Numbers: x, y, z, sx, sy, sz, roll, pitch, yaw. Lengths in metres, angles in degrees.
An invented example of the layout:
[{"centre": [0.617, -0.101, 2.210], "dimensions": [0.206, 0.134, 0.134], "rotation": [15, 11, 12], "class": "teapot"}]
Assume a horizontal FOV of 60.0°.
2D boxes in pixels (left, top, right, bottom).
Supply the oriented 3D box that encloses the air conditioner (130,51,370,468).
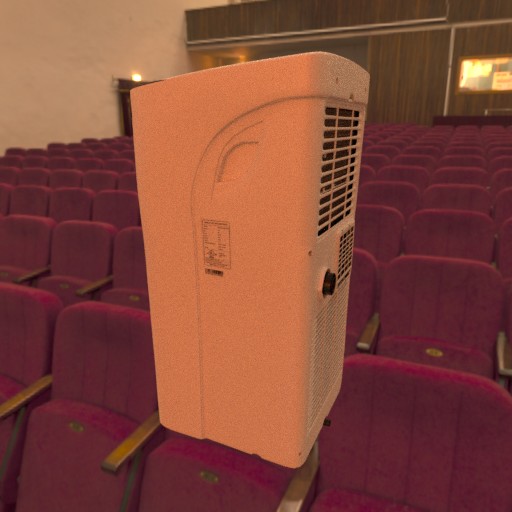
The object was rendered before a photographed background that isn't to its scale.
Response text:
[{"centre": [0.000, 0.000, 0.900], "dimensions": [0.369, 0.716, 0.352], "rotation": [7, 18, 24], "class": "air conditioner"}]
